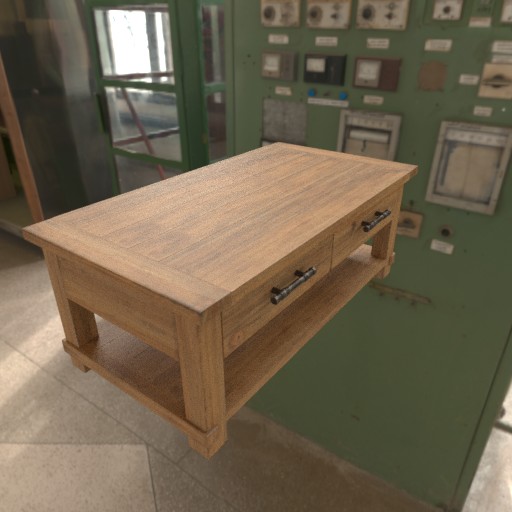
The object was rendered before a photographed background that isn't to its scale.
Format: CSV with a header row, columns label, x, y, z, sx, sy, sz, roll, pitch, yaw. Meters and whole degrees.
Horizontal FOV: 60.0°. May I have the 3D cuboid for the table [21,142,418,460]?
label,x,y,z,sx,sy,sz,roll,pitch,yaw
table,0.000,0.000,1.613,0.693,0.494,1.270,19,33,32
